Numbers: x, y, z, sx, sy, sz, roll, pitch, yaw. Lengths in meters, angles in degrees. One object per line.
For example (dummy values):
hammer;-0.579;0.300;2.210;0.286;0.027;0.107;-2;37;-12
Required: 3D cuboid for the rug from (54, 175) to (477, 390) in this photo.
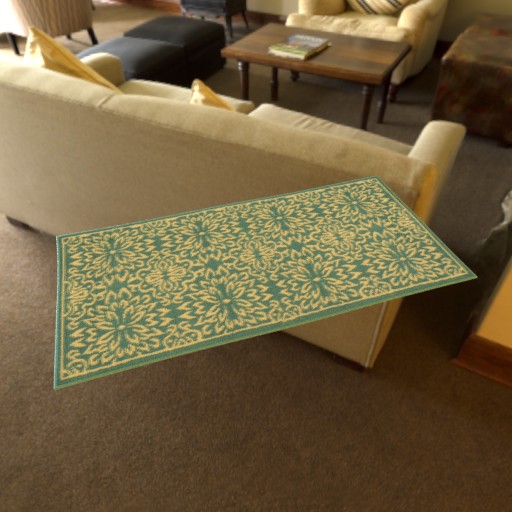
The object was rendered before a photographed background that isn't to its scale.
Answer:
rug;0.000;0.000;1.415;1.219;0.007;0.604;-12;44;-13
